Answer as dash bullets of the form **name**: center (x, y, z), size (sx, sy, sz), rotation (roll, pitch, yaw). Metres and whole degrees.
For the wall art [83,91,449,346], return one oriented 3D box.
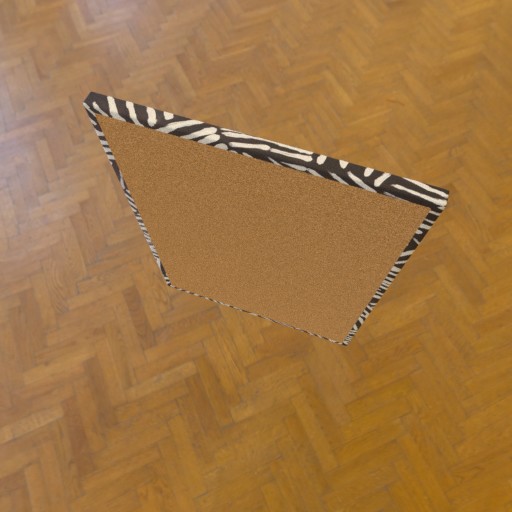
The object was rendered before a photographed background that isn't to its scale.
- **wall art**: center (0.000, 0.000, 1.341), size (0.765, 1.017, 0.038), rotation (18, 65, 8)
